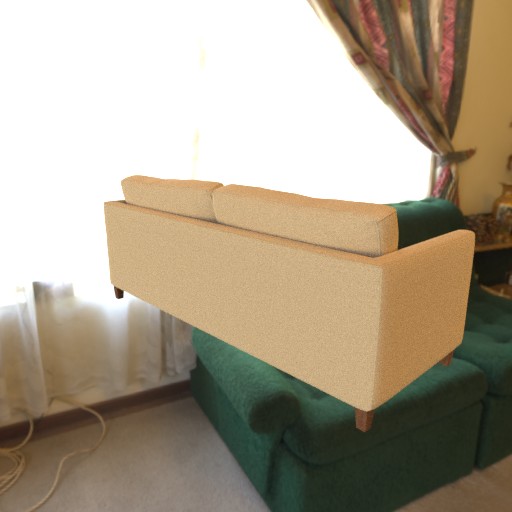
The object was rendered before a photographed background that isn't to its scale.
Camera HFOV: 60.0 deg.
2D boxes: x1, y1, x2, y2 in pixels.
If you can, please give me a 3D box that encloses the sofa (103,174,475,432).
[{"bbox_3d":[0.000,0.000,2.854,0.951,0.968,2.361,-14,21,-42],"label":"sofa"}]
